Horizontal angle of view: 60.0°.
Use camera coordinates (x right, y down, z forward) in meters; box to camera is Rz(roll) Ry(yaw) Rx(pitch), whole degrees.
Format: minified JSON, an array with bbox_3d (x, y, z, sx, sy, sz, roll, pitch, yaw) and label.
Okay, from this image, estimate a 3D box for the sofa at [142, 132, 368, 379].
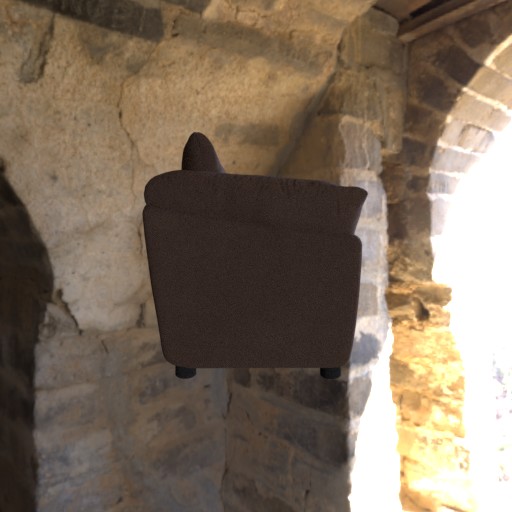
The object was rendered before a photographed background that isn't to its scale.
[{"bbox_3d":[0.000,0.000,2.830,0.878,1.015,2.336,0,0,1],"label":"sofa"}]
